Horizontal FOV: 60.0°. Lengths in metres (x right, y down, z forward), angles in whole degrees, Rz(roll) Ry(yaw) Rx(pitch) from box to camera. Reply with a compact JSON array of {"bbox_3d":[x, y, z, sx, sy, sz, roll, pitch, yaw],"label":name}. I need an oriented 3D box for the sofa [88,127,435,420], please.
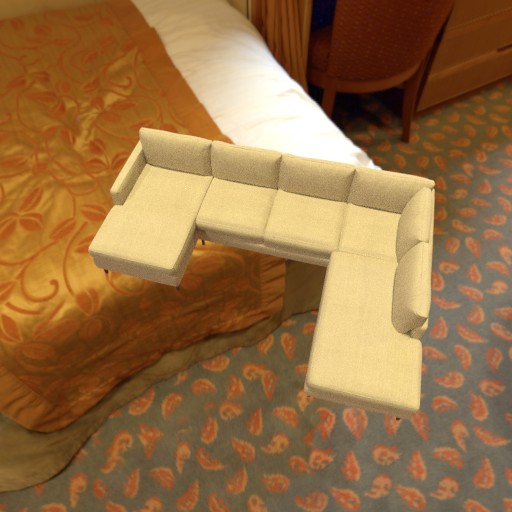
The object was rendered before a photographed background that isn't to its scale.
[{"bbox_3d":[0.000,0.000,3.620,2.737,0.756,1.879,12,57,8],"label":"sofa"}]
